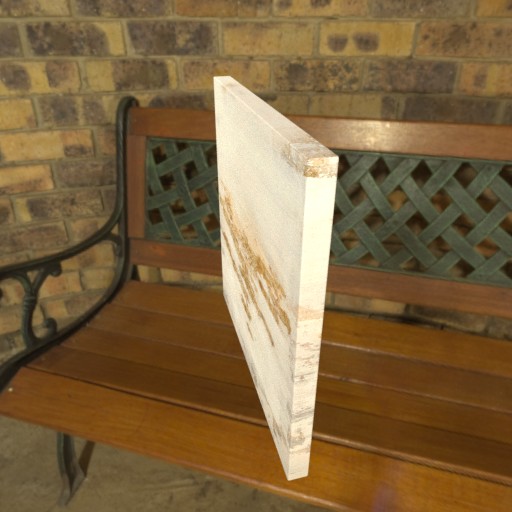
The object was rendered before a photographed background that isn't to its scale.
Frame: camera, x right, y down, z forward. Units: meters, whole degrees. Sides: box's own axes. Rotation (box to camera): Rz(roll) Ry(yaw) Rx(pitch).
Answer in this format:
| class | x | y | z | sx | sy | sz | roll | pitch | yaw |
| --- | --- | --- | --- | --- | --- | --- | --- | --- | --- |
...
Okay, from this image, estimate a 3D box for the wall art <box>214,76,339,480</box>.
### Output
| class | x | y | z | sx | sy | sz | roll | pitch | yaw |
| --- | --- | --- | --- | --- | --- | --- | --- | --- | --- |
| wall art | 0.000 | 0.000 | 0.923 | 0.040 | 0.613 | 0.611 | -8 | 31 | -13 |
